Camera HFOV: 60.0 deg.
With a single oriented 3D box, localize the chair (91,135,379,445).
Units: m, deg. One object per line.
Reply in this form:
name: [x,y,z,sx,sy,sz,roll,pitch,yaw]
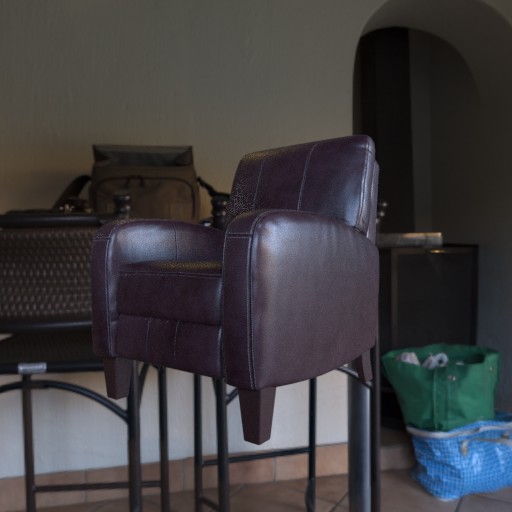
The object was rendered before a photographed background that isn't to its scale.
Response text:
chair: [0.000,0.000,1.695,0.762,0.990,0.990,0,0,36]
